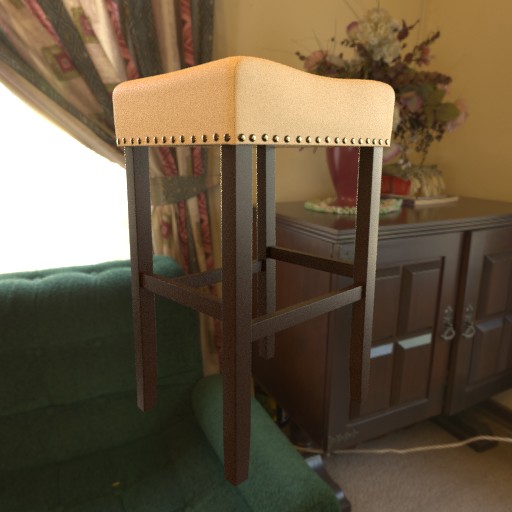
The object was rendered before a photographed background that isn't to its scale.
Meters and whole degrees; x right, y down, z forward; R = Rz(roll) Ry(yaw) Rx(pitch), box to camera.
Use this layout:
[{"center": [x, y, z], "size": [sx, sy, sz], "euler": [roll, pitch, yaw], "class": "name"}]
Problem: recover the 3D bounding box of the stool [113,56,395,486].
[{"center": [0.000, 0.000, 1.029], "size": [0.471, 0.762, 0.401], "euler": [-12, 18, -42], "class": "stool"}]
